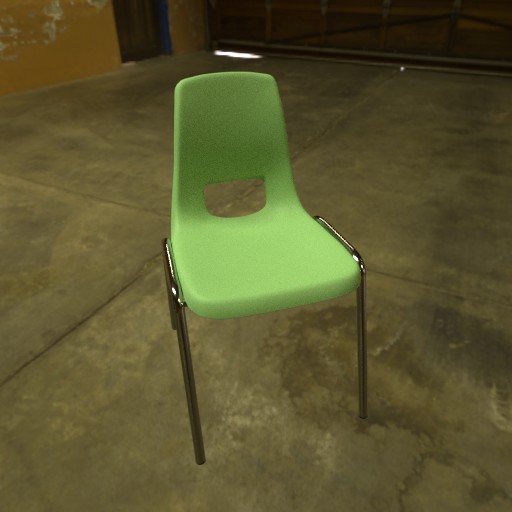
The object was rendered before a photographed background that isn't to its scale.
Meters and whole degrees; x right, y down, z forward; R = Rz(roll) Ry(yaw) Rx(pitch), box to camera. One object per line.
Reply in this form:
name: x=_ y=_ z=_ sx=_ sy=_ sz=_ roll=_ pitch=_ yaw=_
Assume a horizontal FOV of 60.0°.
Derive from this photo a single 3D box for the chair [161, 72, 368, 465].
chair: x=0.000 y=0.000 z=0.924 sx=0.381 sy=0.653 sz=0.436 roll=-9 pitch=33 yaw=-15
